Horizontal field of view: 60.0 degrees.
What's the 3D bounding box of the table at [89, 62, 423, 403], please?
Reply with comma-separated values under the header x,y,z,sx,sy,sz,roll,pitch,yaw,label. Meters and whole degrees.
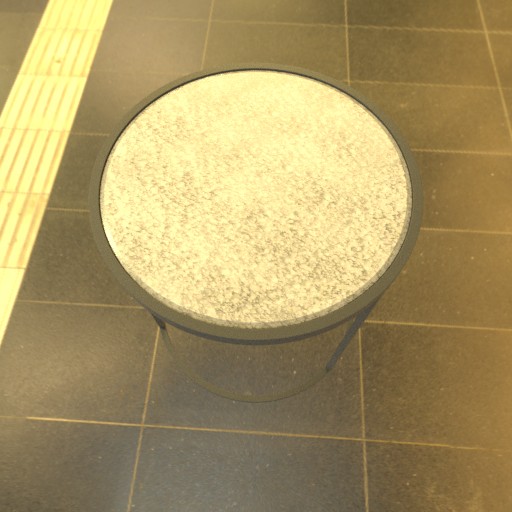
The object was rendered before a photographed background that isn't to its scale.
x,y,z,sx,sy,sz,roll,pitch,yaw,label
0.000,0.000,0.852,0.470,0.498,0.470,0,64,0,table
